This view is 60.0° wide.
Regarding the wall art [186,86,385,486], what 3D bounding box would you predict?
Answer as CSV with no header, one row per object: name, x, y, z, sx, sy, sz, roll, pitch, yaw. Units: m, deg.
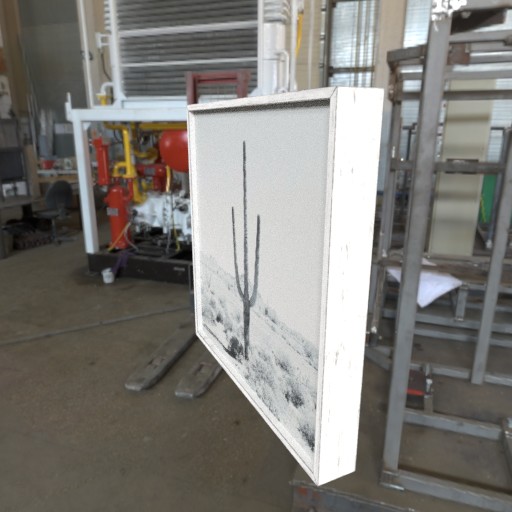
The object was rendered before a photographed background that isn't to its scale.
wall art,0.000,0.000,0.456,0.038,0.305,0.305,-8,18,-25
